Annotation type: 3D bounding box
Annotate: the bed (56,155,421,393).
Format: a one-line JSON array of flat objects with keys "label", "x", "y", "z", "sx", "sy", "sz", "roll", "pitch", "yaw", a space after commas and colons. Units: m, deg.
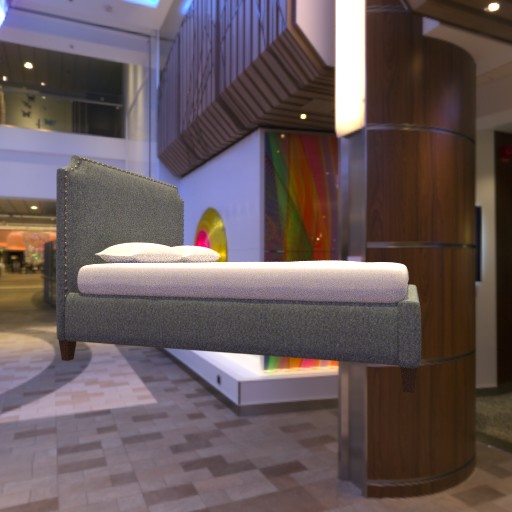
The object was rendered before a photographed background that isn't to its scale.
[{"label": "bed", "x": 0.000, "y": 0.000, "z": 3.446, "sx": 2.372, "sy": 1.443, "sz": 1.712, "roll": 0, "pitch": -1, "yaw": 19}]
